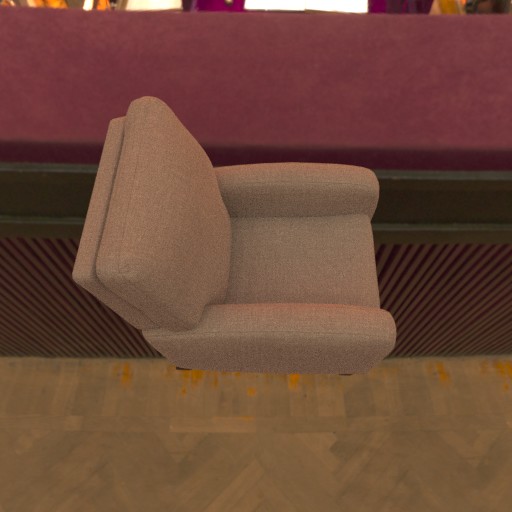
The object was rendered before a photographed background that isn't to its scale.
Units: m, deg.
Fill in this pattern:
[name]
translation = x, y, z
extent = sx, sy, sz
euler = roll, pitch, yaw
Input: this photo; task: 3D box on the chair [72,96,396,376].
[chair]
translation = 0.000, 0.000, 1.689
extent = 0.990, 0.990, 0.762
euler = 2, 62, 1
